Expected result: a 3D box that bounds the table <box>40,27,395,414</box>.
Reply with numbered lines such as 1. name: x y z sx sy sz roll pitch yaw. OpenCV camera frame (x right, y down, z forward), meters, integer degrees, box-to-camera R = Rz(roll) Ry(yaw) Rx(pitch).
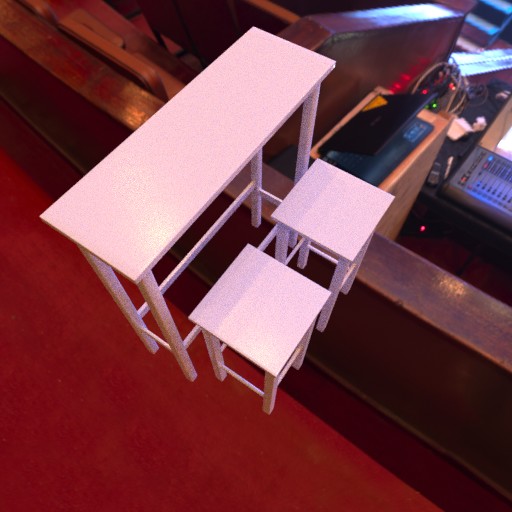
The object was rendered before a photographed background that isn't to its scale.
1. table: 0.000 0.000 1.633 0.650 1.065 0.915 31 65 16
